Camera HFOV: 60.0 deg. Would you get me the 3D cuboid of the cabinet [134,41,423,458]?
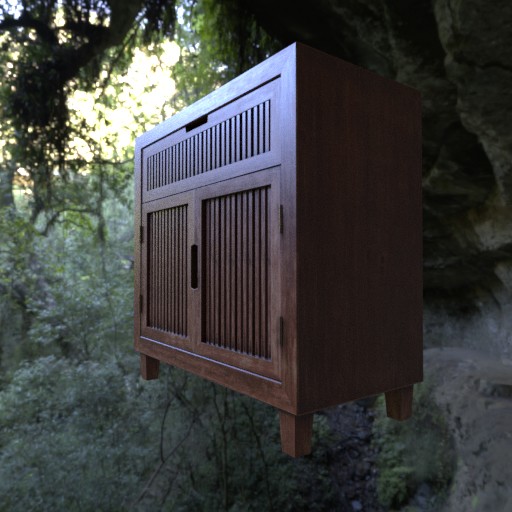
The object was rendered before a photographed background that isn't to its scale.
[{"bbox_3d":[0.000,0.000,1.257,0.412,0.785,0.796,1,-1,-37],"label":"cabinet"}]
